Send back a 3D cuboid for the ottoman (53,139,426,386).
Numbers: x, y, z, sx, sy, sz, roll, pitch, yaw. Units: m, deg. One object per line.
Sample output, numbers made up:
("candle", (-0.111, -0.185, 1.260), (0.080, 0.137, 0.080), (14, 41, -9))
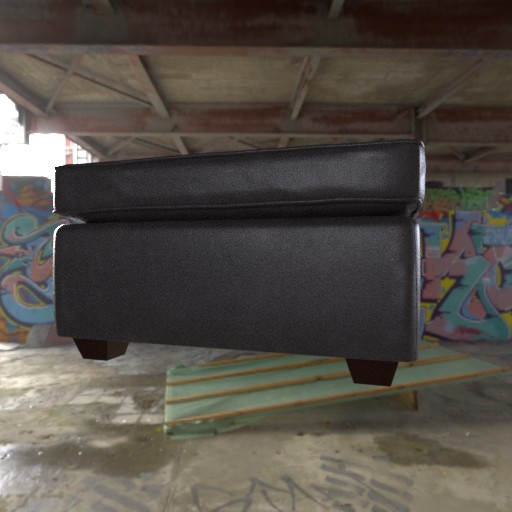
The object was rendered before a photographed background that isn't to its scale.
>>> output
("ottoman", (0.000, 0.000, 1.075), (0.756, 0.445, 0.554), (0, 1, 18))
